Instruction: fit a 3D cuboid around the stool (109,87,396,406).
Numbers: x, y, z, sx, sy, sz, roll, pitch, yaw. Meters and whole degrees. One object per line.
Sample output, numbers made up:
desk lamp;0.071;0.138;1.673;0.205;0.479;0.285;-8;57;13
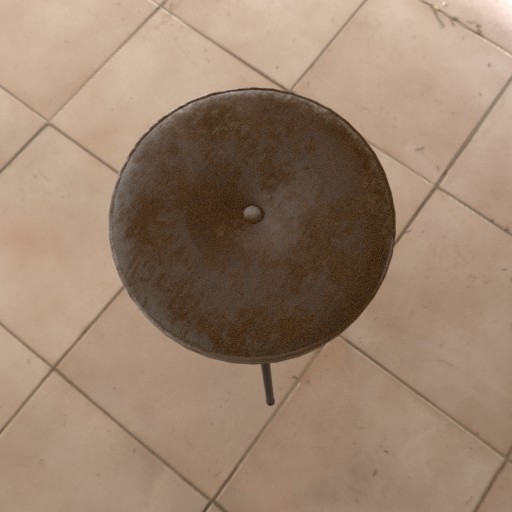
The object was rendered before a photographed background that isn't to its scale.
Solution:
stool;0.000;0.000;0.872;0.423;0.538;0.457;35;79;8
